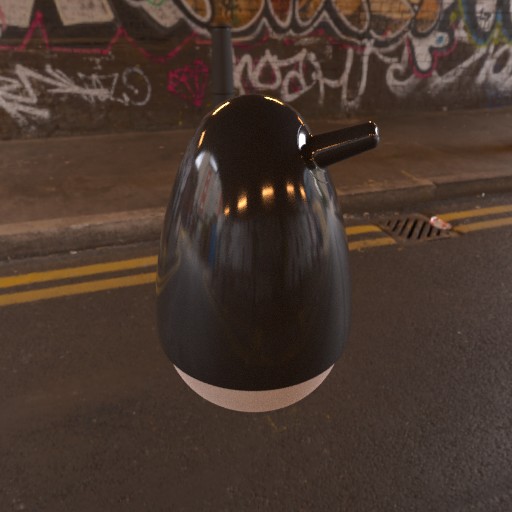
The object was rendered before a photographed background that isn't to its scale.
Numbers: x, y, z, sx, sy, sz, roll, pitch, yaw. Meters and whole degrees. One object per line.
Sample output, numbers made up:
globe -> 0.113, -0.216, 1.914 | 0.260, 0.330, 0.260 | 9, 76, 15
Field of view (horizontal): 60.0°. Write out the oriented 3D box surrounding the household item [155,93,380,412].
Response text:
household item -> 0.000, 0.000, 0.219 | 0.104, 0.152, 0.102 | 10, 30, 18
